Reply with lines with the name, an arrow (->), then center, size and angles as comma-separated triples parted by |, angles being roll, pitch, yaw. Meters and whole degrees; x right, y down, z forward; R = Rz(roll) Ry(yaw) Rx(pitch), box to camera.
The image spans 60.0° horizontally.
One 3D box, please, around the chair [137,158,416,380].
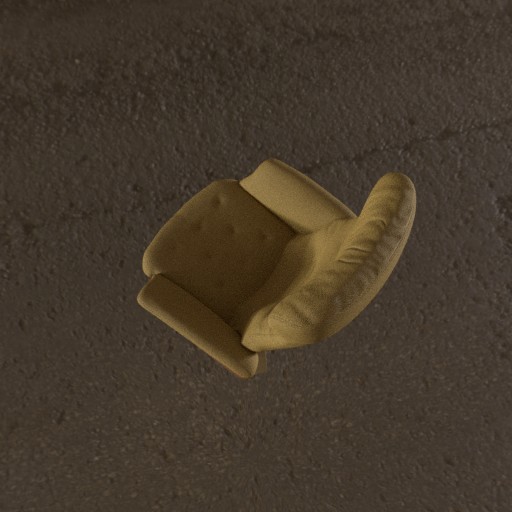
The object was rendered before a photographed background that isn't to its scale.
chair -> 0.000, 0.000, 1.595 | 0.837, 0.995, 0.785 | 35, 70, 15
